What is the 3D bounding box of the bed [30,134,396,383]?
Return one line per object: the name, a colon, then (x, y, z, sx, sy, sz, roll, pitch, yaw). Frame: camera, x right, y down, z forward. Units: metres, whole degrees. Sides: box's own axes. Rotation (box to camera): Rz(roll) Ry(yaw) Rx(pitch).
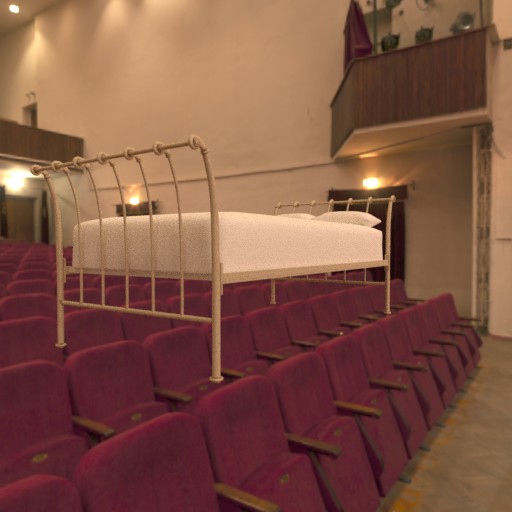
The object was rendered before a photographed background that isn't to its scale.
bed: (0.000, 0.000, 2.683, 1.032, 0.873, 2.228, 1, 2, 34)
